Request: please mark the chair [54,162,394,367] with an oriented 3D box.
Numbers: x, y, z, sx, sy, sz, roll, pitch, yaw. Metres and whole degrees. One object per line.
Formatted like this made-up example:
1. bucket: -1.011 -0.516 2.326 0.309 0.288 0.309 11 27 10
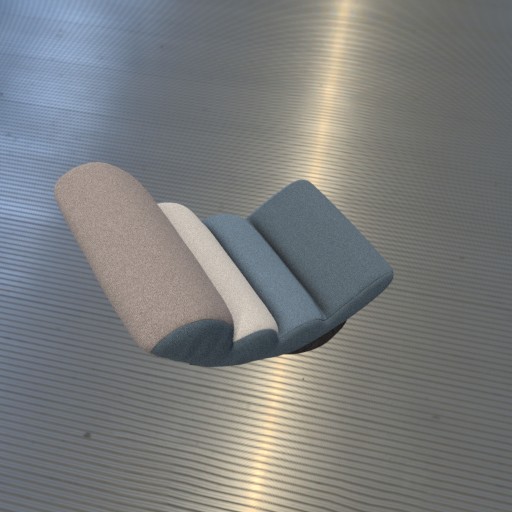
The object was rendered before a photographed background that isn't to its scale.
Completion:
1. chair: 0.000 0.000 1.067 0.661 0.641 0.420 -30 64 -16
